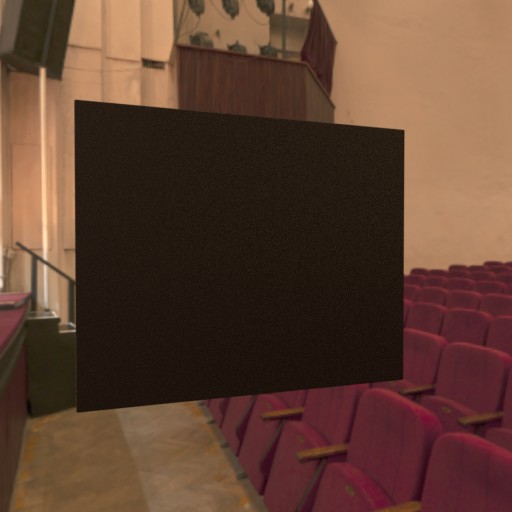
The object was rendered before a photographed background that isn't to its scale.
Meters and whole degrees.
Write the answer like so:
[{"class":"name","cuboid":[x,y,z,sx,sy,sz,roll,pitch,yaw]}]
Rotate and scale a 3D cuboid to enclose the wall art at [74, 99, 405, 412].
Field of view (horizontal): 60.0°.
[{"class":"wall art","cuboid":[0.000,0.000,0.738,0.558,0.457,0.031,0,1,-17]}]
